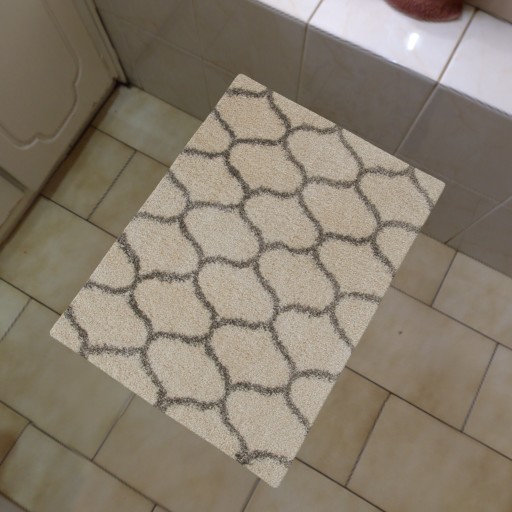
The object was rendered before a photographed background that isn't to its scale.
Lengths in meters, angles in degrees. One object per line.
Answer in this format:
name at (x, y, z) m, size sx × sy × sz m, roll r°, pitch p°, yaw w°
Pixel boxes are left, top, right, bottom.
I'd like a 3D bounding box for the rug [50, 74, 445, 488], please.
rug at (0.000, 0.000, 2.080) m, size 1.200 × 0.025 × 1.600 m, roll 31°, pitch 77°, yaw 8°
